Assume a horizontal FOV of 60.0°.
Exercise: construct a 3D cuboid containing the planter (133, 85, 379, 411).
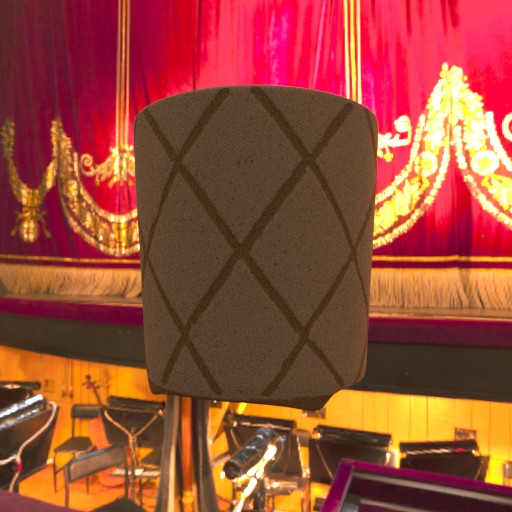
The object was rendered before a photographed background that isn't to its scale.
[{"bbox_3d":[0.000,0.000,0.355,0.191,0.199,0.191,0,-1,0],"label":"planter"}]
